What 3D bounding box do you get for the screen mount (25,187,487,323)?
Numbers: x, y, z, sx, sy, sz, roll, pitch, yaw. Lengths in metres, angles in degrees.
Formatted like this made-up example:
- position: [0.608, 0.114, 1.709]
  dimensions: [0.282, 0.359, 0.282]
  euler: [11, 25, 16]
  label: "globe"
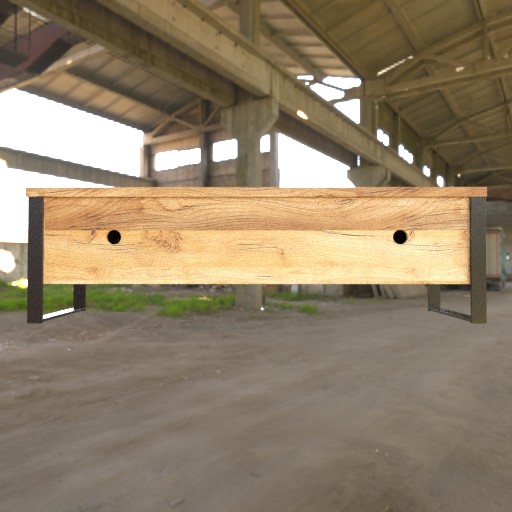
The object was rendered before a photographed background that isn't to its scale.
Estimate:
- position: [0.000, 0.000, 1.658]
  dimensions: [1.524, 0.450, 0.395]
  euler: [0, -1, 0]
  label: "screen mount"
